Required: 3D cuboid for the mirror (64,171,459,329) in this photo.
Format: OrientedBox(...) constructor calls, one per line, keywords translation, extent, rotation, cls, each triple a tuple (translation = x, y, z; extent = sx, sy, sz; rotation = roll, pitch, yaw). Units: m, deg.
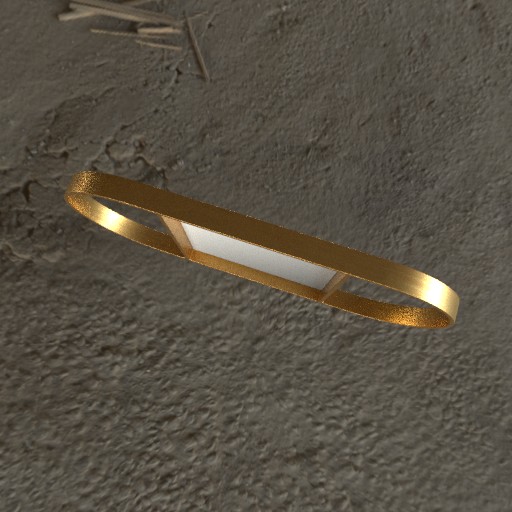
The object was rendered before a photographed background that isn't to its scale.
OrientedBox(translation=(0.000, 0.000, 0.659), extent=(0.584, 0.254, 0.032), rotation=(18, 77, 4), cls="mirror")
